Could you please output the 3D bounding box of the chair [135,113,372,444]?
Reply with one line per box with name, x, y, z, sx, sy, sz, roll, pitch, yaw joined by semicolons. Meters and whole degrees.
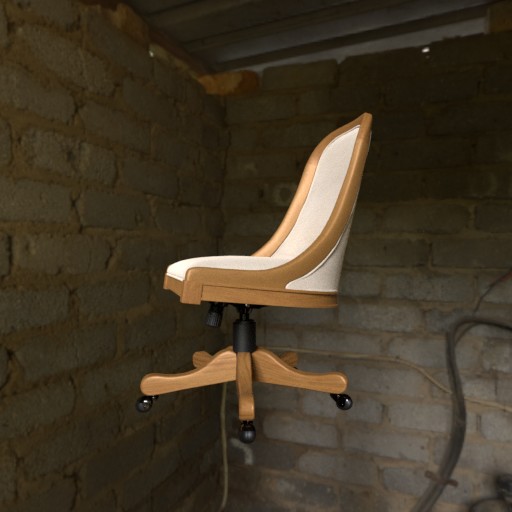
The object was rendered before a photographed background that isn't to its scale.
chair;0.000;0.000;1.542;0.811;1.009;0.702;0;0;-17
